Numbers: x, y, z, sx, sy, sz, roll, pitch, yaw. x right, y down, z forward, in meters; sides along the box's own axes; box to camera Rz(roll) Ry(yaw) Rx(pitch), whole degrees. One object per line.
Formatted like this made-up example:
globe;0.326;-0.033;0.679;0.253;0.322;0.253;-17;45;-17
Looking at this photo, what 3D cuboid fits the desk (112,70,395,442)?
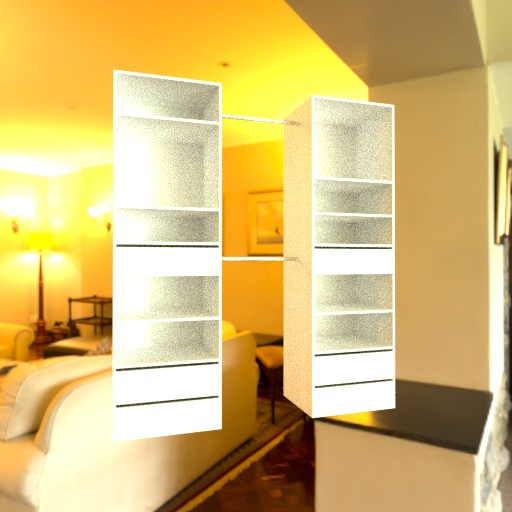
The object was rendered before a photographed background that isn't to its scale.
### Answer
desk;0.000;0.000;2.882;1.770;2.000;0.480;0;-1;-18
